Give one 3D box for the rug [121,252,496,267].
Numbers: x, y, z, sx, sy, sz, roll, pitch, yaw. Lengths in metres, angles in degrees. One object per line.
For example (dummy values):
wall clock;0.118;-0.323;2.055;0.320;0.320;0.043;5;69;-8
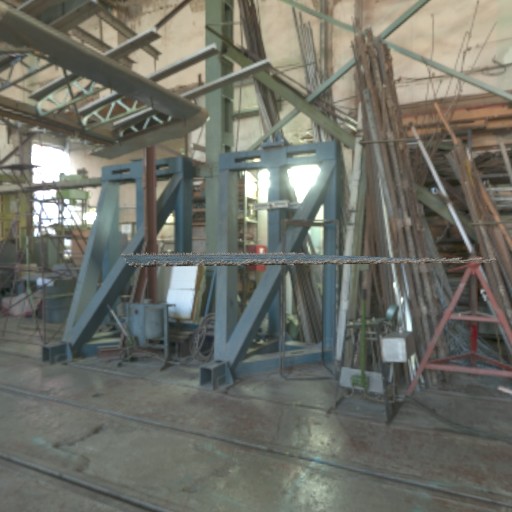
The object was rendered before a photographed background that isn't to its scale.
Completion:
rug;0.000;0.000;4.218;2.418;0.047;3.307;0;1;-18
